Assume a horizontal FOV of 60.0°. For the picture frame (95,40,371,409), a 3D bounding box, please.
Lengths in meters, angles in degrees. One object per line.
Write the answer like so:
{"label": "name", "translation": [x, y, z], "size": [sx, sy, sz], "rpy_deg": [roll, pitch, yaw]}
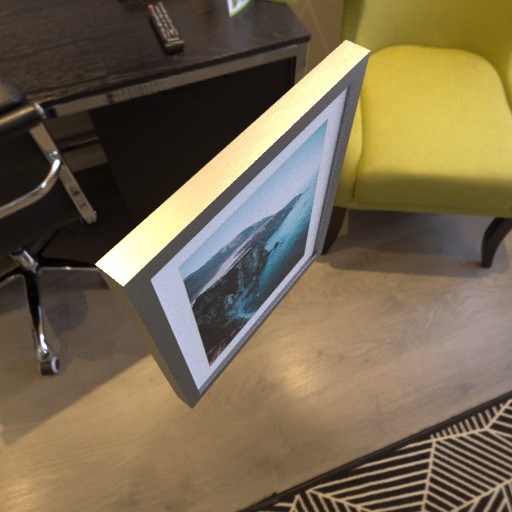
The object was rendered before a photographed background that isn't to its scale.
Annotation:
{"label": "picture frame", "translation": [0.000, 0.000, 1.362], "size": [0.073, 0.968, 0.839], "rpy_deg": [34, 65, 19]}
